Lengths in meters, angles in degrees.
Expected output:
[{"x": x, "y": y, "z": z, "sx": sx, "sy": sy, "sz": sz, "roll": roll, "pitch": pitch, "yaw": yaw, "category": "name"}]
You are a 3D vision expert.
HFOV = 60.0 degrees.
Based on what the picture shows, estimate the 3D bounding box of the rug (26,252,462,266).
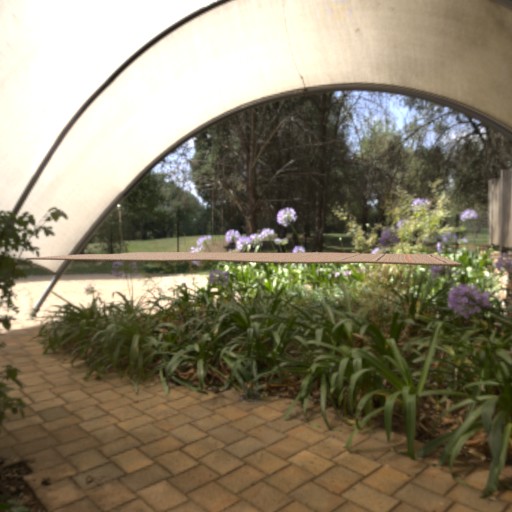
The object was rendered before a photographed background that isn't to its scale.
[{"x": 0.000, "y": 0.000, "z": 2.332, "sx": 1.829, "sy": 0.013, "sz": 1.220, "roll": 1, "pitch": 2, "yaw": 18, "category": "rug"}]
